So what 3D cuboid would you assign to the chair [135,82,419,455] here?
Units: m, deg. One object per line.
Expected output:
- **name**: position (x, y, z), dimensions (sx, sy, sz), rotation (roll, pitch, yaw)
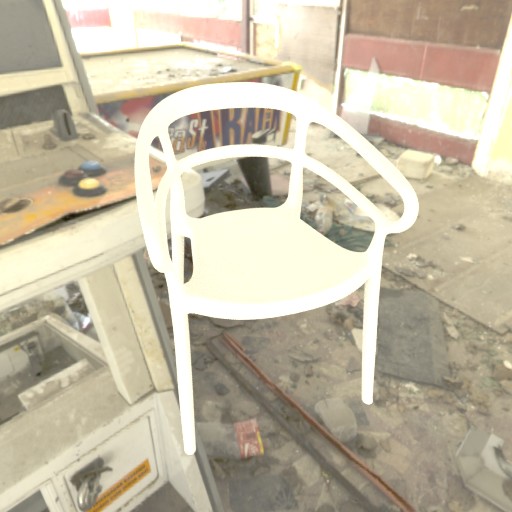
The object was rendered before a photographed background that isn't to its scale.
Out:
- **chair**: position (0.000, 0.000, 1.151), dimensions (0.559, 0.761, 0.527), rotation (-10, 33, -15)
